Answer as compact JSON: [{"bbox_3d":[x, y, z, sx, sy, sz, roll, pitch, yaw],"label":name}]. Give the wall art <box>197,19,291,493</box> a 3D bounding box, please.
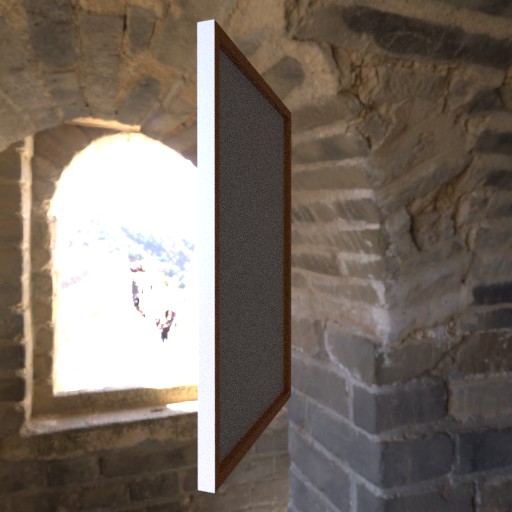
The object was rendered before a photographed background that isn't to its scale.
[{"bbox_3d":[0.000,0.000,0.763,0.025,0.608,0.405,0,1,19],"label":"wall art"}]
